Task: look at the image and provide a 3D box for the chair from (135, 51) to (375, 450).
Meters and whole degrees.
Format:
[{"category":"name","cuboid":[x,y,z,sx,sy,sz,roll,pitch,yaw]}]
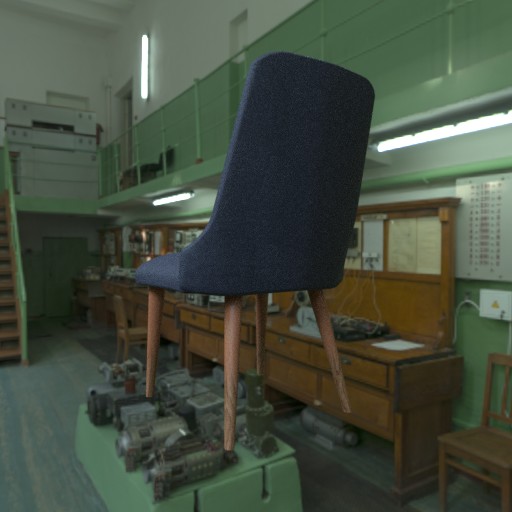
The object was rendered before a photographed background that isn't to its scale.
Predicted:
[{"category":"chair","cuboid":[0.000,0.000,1.163,0.504,0.820,0.567,-1,2,-35]}]
